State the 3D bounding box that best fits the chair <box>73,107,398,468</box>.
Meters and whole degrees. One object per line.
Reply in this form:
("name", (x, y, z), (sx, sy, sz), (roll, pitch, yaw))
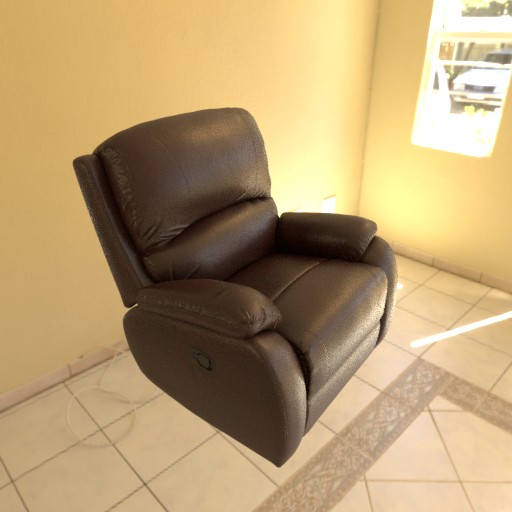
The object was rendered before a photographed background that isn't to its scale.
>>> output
("chair", (0.000, 0.000, 1.717), (0.899, 1.011, 0.930), (19, 32, 32))
